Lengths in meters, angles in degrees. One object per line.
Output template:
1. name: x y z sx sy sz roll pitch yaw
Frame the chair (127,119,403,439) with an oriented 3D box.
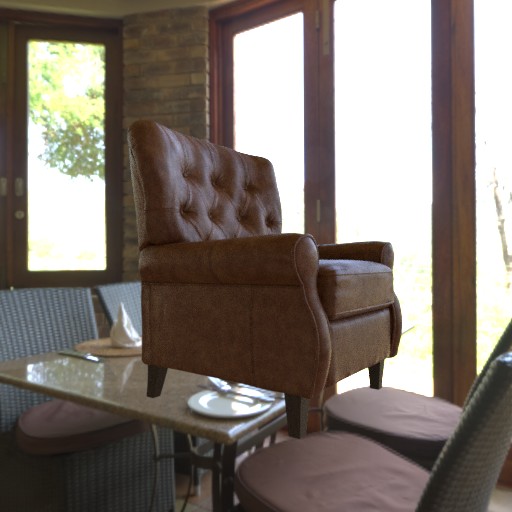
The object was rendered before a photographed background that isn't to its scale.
1. chair: 0.000 0.000 1.943 1.059 1.164 0.951 0 -1 37
